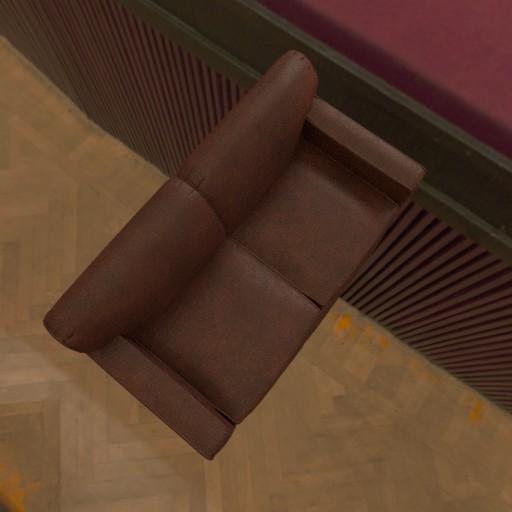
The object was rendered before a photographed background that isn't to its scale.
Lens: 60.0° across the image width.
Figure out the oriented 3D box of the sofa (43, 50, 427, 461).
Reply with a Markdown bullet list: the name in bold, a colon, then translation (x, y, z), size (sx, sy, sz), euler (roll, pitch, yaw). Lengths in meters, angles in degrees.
- **sofa**: translation (0.000, 0.000, 2.411), size (1.000, 0.966, 1.856), euler (37, 78, 10)
